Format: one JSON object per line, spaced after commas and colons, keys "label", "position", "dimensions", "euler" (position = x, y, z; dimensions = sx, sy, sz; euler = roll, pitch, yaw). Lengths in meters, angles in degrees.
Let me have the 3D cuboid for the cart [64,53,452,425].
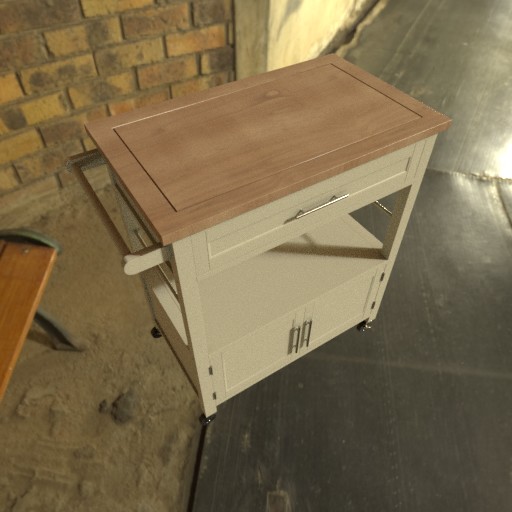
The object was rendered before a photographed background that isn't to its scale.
{"label": "cart", "position": [0.000, 0.000, 1.382], "dimensions": [0.840, 0.901, 0.459], "euler": [-25, 52, -21]}
